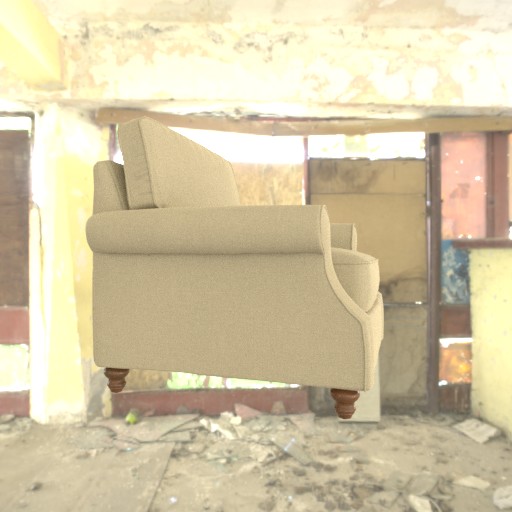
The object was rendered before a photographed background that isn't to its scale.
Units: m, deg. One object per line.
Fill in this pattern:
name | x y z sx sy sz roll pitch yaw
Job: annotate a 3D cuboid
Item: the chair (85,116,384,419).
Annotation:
chair | 0.000 0.000 1.791 0.966 0.967 1.029 0 0 18
